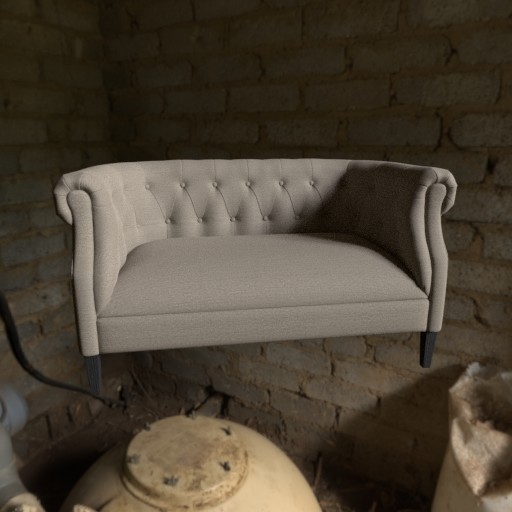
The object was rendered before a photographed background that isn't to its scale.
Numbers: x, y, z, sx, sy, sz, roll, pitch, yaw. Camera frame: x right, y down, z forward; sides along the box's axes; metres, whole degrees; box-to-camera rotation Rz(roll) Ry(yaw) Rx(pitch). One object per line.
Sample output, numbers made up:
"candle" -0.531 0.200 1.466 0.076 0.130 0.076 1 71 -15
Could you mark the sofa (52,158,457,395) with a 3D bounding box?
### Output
"sofa" 0.000 0.000 2.023 1.558 0.827 0.835 -2 16 -8
